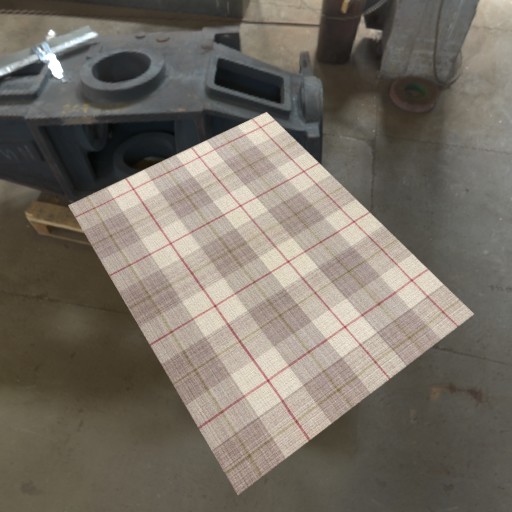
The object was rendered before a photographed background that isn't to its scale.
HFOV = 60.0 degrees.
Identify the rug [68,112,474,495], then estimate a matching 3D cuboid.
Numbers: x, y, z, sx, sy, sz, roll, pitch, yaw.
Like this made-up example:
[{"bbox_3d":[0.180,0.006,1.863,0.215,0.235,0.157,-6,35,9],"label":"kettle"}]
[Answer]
[{"bbox_3d":[0.000,0.000,3.940,2.317,0.016,2.959,-30,63,-17],"label":"rug"}]
